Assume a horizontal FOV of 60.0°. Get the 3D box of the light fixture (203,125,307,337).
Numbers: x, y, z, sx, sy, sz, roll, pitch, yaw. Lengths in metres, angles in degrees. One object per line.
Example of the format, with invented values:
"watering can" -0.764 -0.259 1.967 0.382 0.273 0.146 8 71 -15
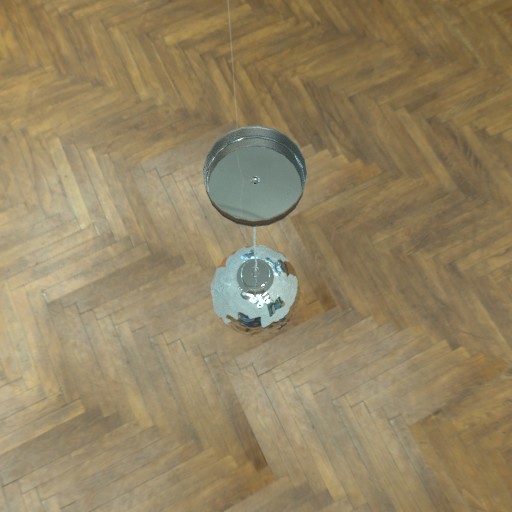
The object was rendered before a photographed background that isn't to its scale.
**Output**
"light fixture" 0.000 0.000 1.797 0.496 1.511 0.500 20 75 6
